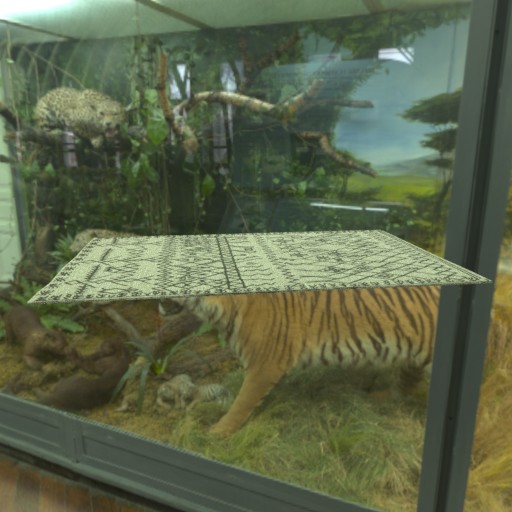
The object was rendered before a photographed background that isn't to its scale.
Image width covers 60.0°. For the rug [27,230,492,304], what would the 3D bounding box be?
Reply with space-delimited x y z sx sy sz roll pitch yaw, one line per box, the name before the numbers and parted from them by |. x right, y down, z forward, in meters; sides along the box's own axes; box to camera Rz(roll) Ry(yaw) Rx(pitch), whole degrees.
rug | 0.000 0.000 4.742 3.824 0.019 2.393 -2 14 -8
